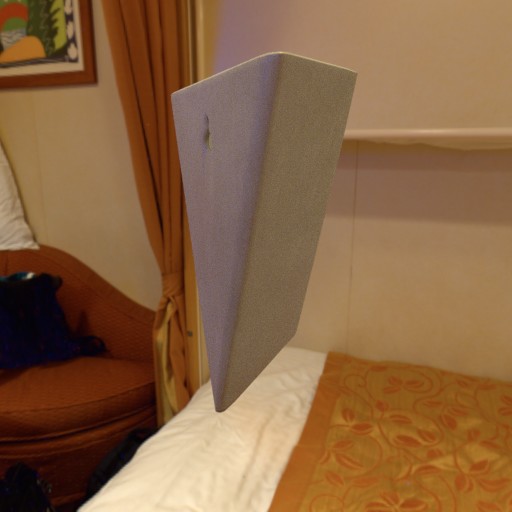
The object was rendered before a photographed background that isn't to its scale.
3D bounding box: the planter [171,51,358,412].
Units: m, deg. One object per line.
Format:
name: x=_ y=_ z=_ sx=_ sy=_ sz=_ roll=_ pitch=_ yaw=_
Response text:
planter: x=0.000 y=0.000 z=0.268 sx=0.060 sy=0.197 sz=0.150 roll=-6 pitch=15 yaw=-25
